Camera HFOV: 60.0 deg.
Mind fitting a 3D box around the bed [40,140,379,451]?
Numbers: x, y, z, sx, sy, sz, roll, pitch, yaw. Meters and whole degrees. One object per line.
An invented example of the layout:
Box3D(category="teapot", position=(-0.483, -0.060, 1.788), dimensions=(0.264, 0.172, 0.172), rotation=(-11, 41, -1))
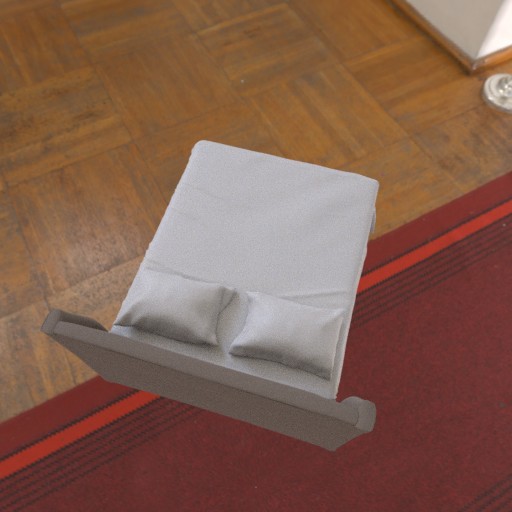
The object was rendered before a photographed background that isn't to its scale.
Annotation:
Box3D(category="bed", position=(0.000, 0.000, 3.445), dimensions=(1.925, 1.332, 2.276), rotation=(15, 63, 8))
